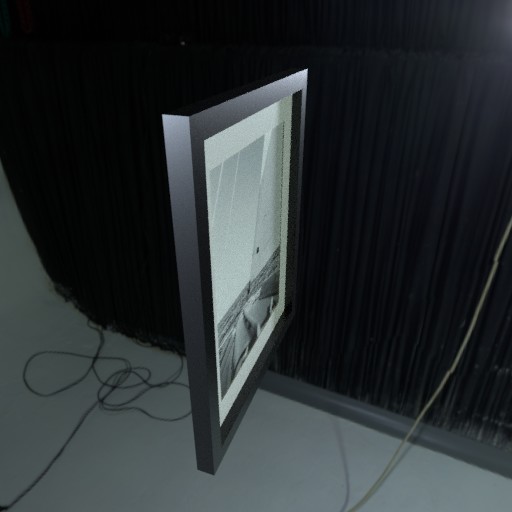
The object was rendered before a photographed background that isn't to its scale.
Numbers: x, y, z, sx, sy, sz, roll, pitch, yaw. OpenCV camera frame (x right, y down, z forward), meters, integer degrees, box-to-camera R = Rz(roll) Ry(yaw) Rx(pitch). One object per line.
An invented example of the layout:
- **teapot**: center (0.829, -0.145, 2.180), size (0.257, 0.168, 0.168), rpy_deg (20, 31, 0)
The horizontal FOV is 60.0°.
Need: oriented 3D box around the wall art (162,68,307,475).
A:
- **wall art**: center (0.000, 0.000, 0.768), size (0.031, 0.558, 0.461), rpy_deg (10, 30, 18)
